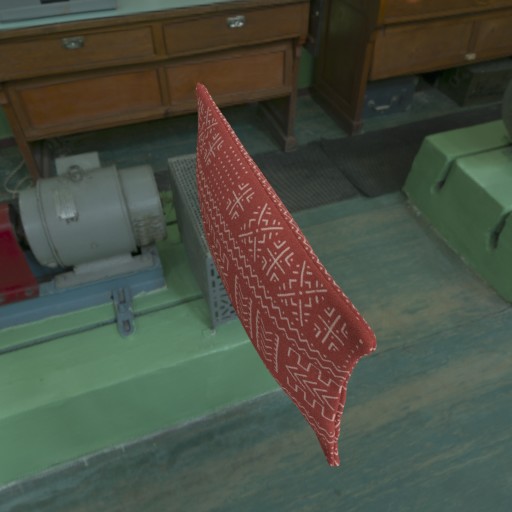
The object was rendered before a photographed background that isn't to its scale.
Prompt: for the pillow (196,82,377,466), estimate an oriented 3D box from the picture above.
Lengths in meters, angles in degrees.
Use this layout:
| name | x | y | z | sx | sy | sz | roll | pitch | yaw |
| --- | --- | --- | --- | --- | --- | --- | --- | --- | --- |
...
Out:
| name | x | y | z | sx | sy | sz | roll | pitch | yaw |
| --- | --- | --- | --- | --- | --- | --- | --- | --- | --- |
| pillow | 0.000 | 0.000 | 0.772 | 0.130 | 0.352 | 0.640 | -16 | 48 | -15 |
